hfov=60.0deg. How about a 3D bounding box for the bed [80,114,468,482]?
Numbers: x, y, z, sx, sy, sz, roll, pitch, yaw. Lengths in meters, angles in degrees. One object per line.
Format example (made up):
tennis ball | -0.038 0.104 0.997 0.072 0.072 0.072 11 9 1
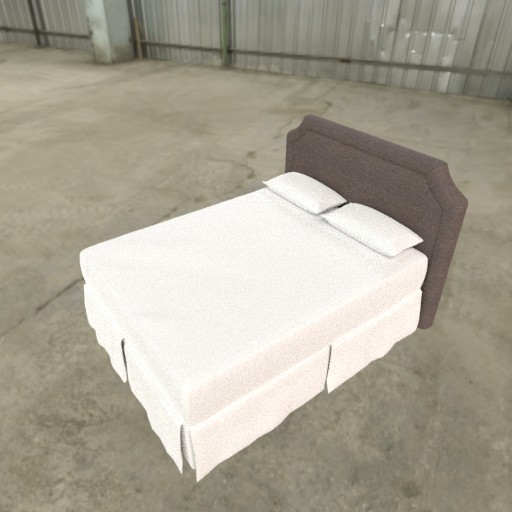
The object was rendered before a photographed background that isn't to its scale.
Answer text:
bed | 0.000 0.000 3.064 2.116 1.290 1.693 -23 41 -30
